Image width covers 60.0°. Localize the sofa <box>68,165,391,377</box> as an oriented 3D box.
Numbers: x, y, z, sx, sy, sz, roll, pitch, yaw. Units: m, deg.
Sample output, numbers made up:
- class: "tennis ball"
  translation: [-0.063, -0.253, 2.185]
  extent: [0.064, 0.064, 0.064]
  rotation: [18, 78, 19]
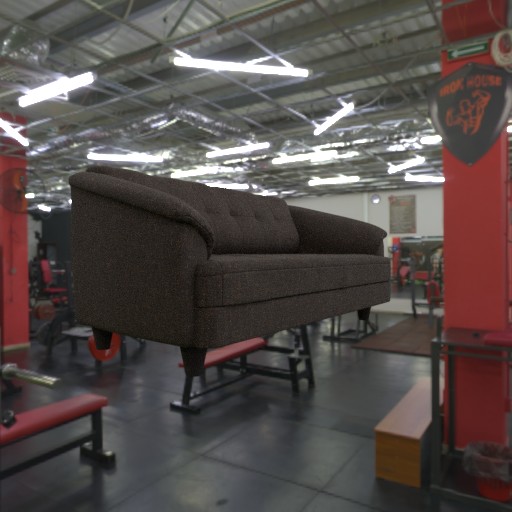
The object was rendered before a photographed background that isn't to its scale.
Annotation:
- class: "sofa"
  translation: [0.000, 0.000, 2.269]
  extent: [0.887, 0.790, 1.849]
  rotation: [0, 1, 36]
